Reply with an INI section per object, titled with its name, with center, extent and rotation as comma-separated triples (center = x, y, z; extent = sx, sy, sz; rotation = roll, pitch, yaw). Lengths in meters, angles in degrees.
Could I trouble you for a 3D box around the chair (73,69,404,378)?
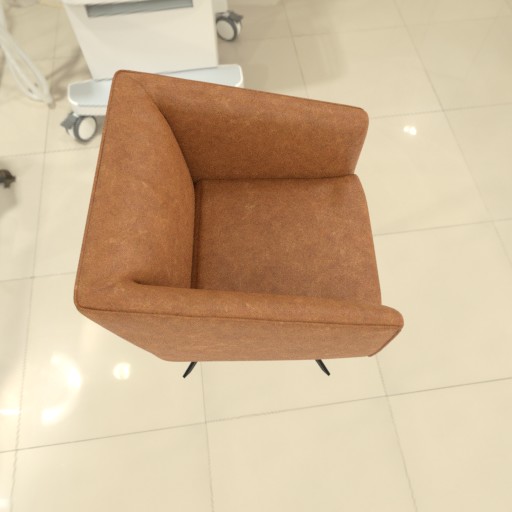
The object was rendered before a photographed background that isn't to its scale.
[chair]
center = 0.000, 0.000, 1.201
extent = 0.625, 0.760, 0.588
rotation = -1, 63, 0
